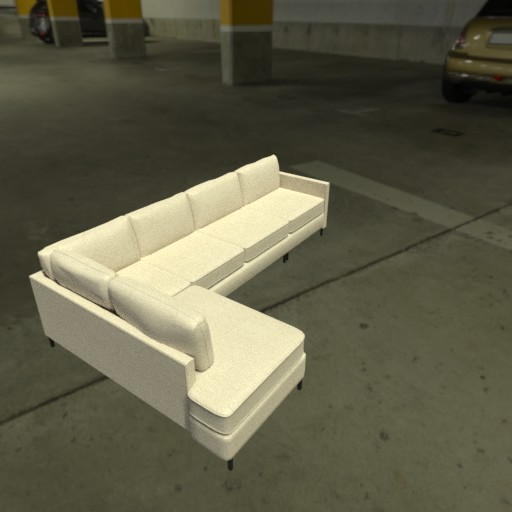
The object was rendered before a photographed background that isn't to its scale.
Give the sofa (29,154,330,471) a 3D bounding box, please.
[{"bbox_3d":[0.000,0.000,4.248,2.048,0.996,3.384,19,34,31],"label":"sofa"}]
